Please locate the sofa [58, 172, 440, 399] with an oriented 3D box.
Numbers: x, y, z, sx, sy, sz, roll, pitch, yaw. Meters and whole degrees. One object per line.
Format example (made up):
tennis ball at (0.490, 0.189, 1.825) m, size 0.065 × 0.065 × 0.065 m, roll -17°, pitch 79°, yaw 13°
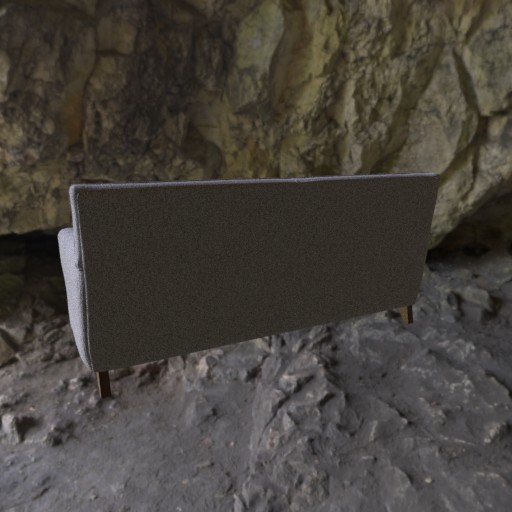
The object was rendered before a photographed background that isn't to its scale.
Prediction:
sofa at (0.000, 0.000, 2.556) m, size 2.026 × 0.942 × 0.854 m, roll -7°, pitch 15°, yaw -27°
